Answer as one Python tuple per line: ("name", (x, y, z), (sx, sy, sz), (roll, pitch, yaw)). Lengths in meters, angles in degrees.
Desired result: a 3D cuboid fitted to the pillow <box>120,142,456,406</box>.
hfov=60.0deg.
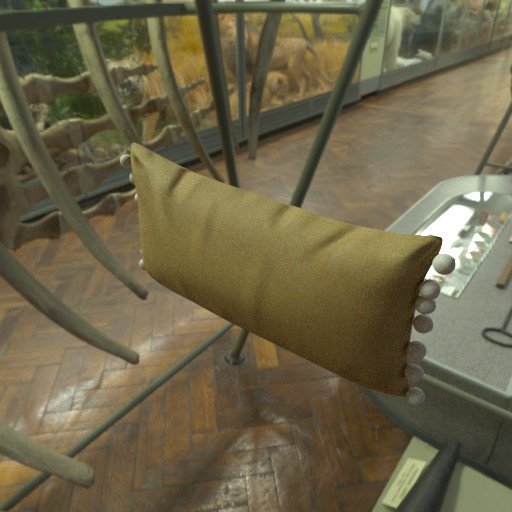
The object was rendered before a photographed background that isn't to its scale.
("pillow", (0.000, 0.000, 0.843), (0.709, 0.322, 0.201), (22, 37, 32))
